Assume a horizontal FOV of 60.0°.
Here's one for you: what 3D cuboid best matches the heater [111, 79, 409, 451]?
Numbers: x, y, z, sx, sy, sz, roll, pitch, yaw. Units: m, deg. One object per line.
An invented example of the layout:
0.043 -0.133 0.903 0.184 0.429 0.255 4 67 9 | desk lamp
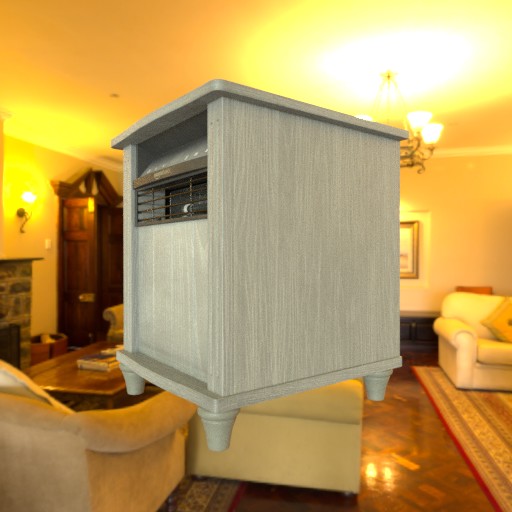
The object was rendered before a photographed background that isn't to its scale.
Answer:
0.000 0.000 0.766 0.400 0.481 0.362 0 0 -37 | heater
